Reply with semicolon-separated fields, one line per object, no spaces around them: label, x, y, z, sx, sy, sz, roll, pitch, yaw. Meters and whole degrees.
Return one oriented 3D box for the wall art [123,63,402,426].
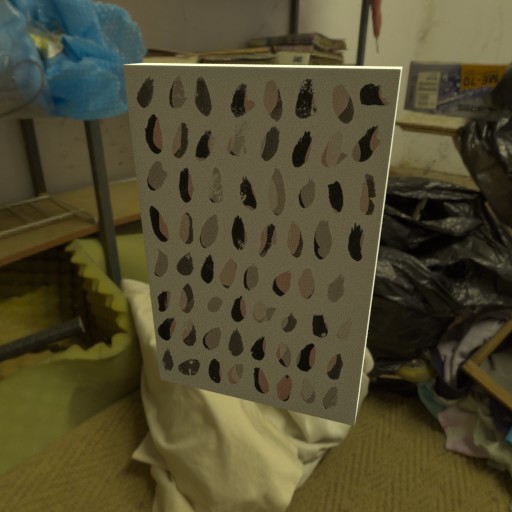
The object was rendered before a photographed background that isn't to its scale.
wall art;0.000;0.000;0.482;0.252;0.381;0.039;8;27;16
